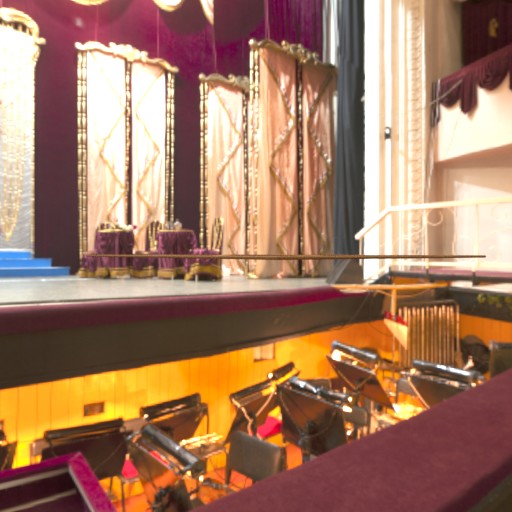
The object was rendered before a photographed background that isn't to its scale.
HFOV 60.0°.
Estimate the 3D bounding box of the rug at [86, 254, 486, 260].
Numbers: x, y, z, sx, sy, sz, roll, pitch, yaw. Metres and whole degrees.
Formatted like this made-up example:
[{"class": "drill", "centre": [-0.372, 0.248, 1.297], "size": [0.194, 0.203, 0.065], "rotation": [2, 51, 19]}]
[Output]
[{"class": "rug", "centre": [0.000, 0.000, 2.924], "size": [1.526, 0.014, 2.290], "rotation": [0, 0, -37]}]
